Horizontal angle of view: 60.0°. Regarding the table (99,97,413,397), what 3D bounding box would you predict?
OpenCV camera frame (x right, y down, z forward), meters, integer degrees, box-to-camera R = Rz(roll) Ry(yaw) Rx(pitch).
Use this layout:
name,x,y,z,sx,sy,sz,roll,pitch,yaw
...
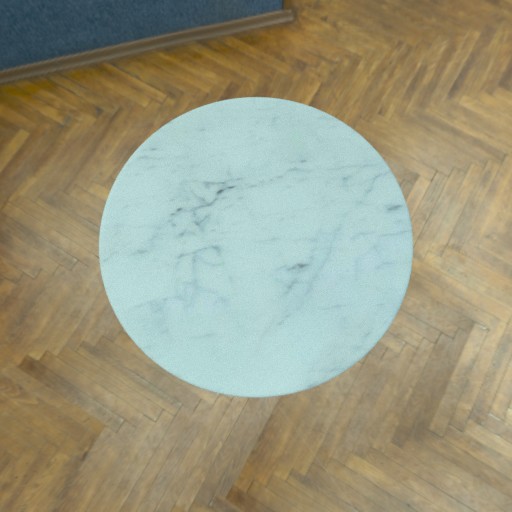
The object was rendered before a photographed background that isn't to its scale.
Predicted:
name,x,y,z,sx,sy,sz,roll,pitch,yaw
table,0.000,0.000,1.345,0.800,0.450,0.800,0,75,0
